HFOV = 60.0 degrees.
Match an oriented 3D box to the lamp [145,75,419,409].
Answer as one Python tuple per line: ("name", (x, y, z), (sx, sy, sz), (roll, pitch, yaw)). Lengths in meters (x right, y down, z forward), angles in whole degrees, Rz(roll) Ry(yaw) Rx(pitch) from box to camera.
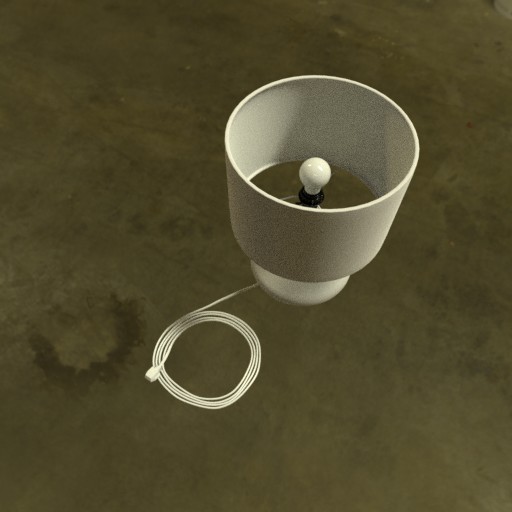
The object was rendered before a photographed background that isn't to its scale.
("lamp", (0.000, 0.000, 0.848), (0.546, 0.457, 0.401), (-14, 59, -9))
